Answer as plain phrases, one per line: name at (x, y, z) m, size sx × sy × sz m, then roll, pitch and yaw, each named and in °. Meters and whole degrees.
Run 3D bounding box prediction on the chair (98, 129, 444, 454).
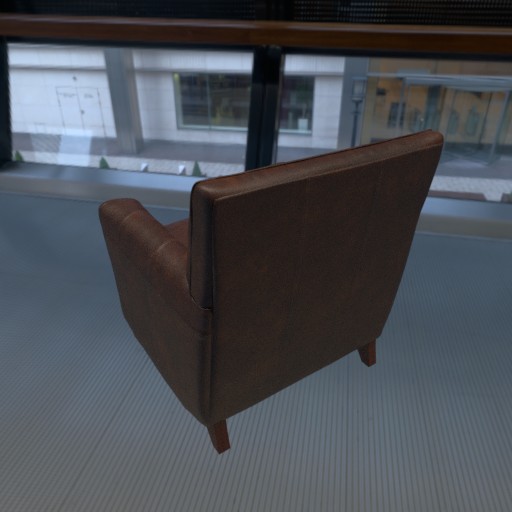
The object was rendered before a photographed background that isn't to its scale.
chair at (0.000, 0.000, 1.608) m, size 0.870 × 0.943 × 0.823 m, roll -19°, pitch 35°, yaw -30°
